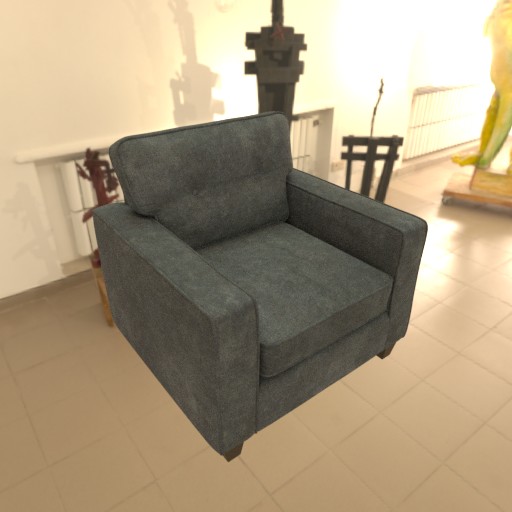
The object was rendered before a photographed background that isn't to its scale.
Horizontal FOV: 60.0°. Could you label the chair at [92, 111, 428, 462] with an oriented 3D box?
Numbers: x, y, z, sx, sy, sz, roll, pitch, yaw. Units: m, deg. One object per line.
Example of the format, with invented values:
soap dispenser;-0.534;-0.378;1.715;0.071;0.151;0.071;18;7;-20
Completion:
chair;0.000;0.000;1.822;1.015;0.965;0.939;-21;36;-32
